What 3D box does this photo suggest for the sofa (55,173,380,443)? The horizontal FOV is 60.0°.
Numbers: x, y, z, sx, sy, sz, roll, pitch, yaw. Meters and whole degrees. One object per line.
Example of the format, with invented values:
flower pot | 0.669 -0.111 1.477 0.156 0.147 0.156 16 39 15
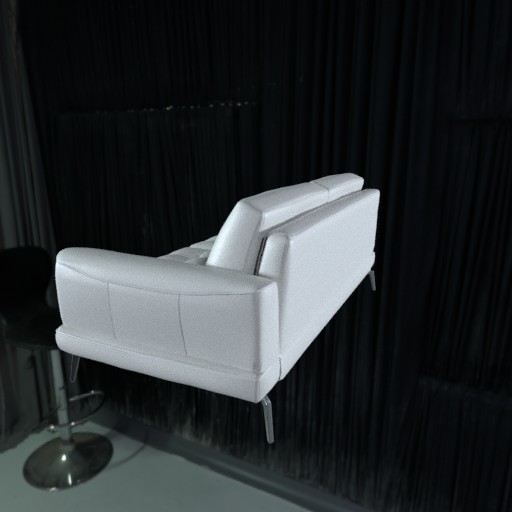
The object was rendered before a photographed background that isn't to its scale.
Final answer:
sofa | 0.000 0.000 2.712 1.121 0.930 2.177 7 16 25
